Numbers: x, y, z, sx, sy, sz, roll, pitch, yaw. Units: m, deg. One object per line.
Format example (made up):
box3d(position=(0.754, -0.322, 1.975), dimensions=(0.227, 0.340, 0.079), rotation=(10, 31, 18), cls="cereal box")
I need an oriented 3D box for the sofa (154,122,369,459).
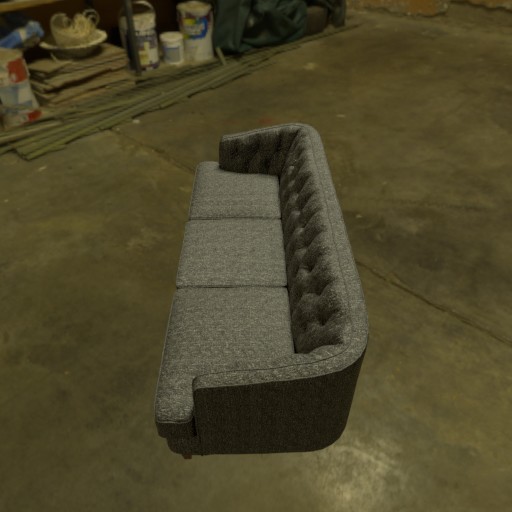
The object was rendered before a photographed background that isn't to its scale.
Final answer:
box3d(position=(0.000, 0.000, 2.766), dimensions=(0.941, 0.855, 2.278), rotation=(0, 41, 0), cls="sofa")
